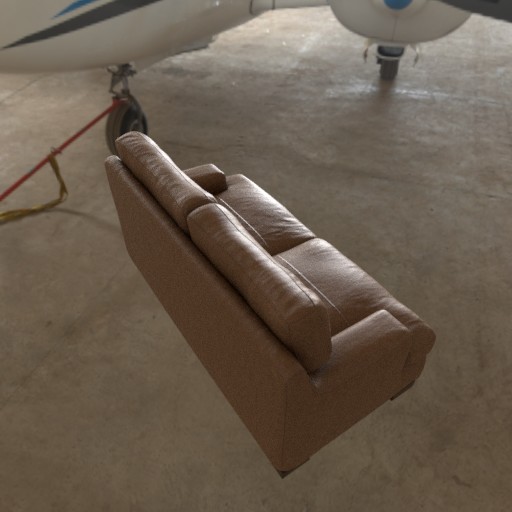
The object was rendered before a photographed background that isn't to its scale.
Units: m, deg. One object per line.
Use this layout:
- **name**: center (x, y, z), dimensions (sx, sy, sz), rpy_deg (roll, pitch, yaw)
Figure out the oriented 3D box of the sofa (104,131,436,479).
- **sofa**: center (0.000, 0.000, 2.455), dimensions (0.962, 0.980, 1.855), rpy_deg (-24, 46, -25)
